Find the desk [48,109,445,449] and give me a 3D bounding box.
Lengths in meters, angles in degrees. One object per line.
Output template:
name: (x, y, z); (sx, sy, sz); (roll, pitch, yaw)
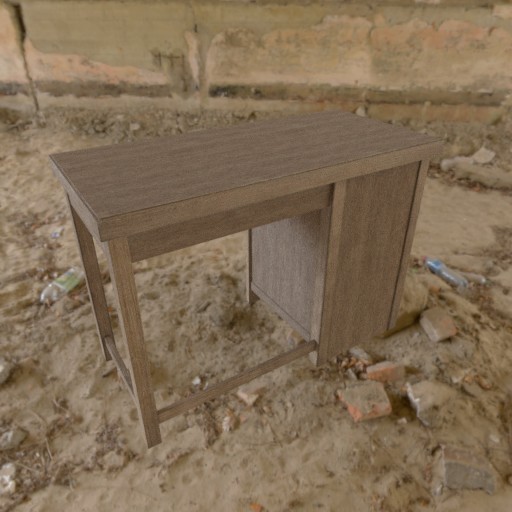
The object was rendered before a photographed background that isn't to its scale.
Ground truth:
desk: (0.000, 0.000, 1.814); (1.289, 0.912, 0.610); (-18, 35, -27)
